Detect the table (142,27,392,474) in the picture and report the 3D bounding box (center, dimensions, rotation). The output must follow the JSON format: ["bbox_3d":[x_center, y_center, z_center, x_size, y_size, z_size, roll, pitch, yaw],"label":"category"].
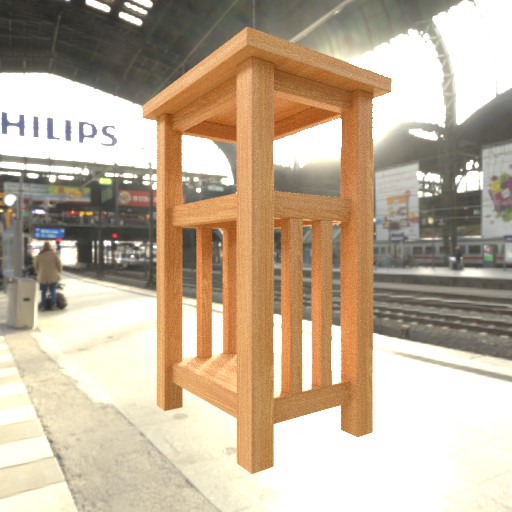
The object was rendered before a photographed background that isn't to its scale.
[{"bbox_3d":[0.000,0.000,0.750,0.270,0.550,0.350,0,0,-35],"label":"table"}]
